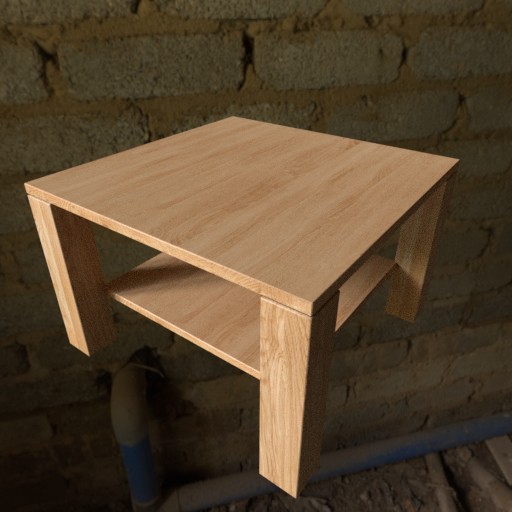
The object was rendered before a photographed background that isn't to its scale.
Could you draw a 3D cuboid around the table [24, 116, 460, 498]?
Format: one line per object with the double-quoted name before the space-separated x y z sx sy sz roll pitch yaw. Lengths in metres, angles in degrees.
"table" 0.000 0.000 1.113 0.700 0.450 0.700 21 37 30
